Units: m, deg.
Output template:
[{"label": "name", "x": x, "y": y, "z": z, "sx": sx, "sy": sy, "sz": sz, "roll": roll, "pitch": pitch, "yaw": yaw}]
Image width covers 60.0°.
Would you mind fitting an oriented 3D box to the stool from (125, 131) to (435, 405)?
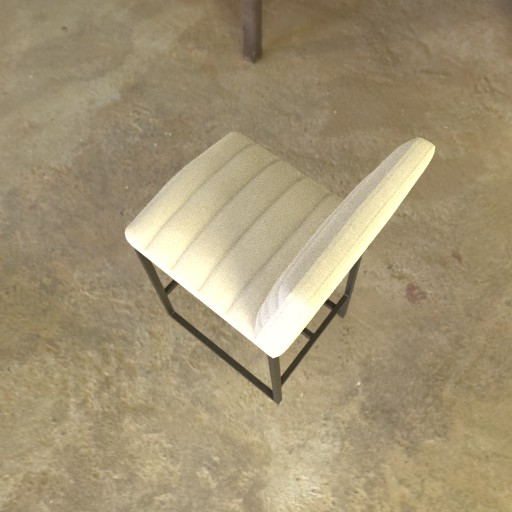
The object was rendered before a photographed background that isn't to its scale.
[{"label": "stool", "x": 0.000, "y": 0.000, "z": 1.283, "sx": 0.567, "sy": 0.971, "sz": 0.459, "roll": 35, "pitch": 68, "yaw": 17}]
